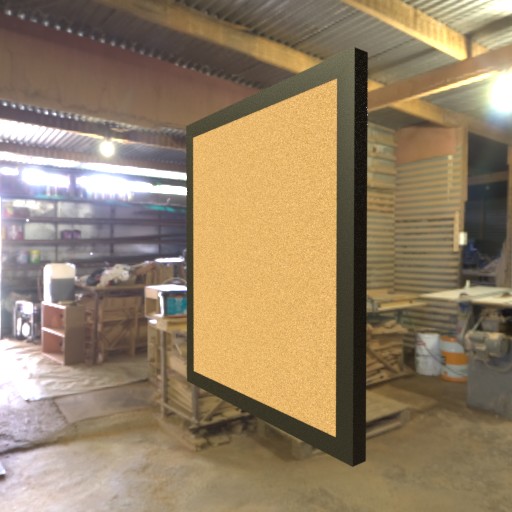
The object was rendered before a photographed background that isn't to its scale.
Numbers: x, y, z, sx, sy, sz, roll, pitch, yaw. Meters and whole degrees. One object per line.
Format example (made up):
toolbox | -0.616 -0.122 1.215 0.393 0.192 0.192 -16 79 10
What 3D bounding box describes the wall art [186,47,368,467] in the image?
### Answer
wall art | 0.000 0.000 0.718 0.025 0.508 0.432 -1 1 -36
